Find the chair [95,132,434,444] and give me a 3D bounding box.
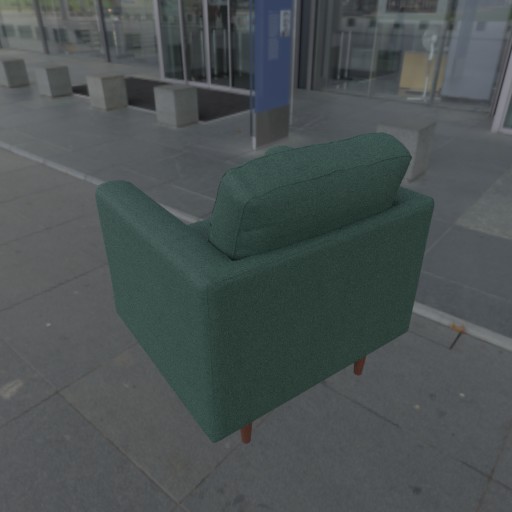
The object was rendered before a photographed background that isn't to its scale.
[{"bbox_3d":[0.000,0.000,1.575,0.855,0.927,0.800,-20,35,-30],"label":"chair"}]
